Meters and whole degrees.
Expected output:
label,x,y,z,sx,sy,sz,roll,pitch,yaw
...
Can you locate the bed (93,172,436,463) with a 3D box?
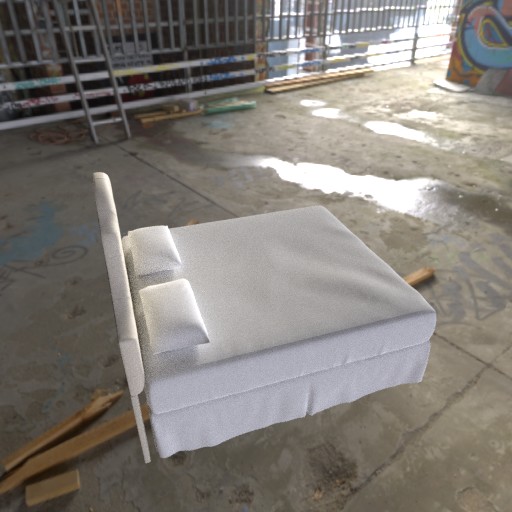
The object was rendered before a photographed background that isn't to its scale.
label,x,y,z,sx,sy,sz,roll,pitch,yaw
bed,0.000,0.000,3.571,2.214,1.615,2.008,-10,34,-16
